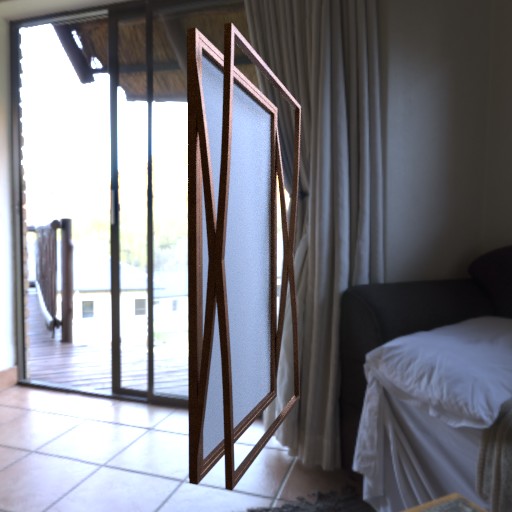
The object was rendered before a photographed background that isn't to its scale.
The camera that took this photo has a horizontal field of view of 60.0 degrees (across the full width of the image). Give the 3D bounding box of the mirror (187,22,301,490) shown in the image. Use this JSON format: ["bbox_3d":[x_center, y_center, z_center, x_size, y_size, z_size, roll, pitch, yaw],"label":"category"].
[{"bbox_3d":[0.000,0.000,0.955,0.082,0.768,0.468,1,2,20],"label":"mirror"}]
